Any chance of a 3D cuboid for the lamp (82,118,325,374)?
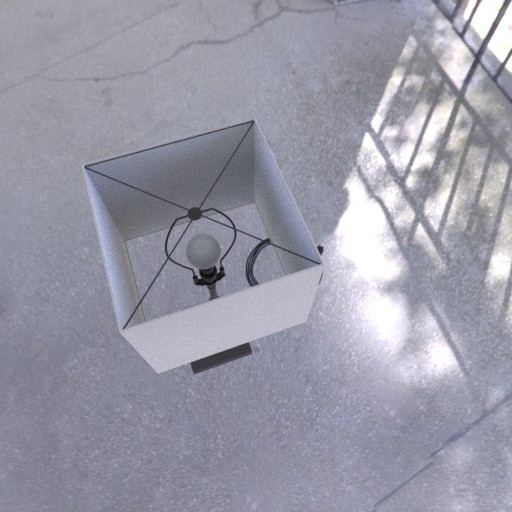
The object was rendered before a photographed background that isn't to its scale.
[{"bbox_3d":[0.000,0.000,0.969,0.504,0.660,0.399,-18,65,-9],"label":"lamp"}]
